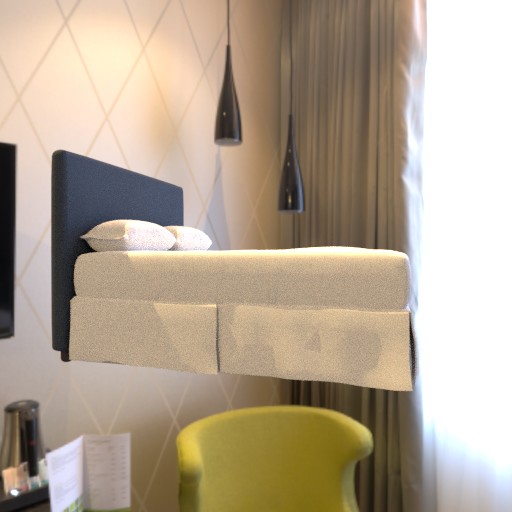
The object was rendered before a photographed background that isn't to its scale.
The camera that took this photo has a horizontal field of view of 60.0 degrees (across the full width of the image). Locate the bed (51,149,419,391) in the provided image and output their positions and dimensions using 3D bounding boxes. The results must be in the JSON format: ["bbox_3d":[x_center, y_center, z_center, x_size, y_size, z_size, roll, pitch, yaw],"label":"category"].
[{"bbox_3d":[0.000,0.000,3.208,2.162,1.330,1.713,0,0,17],"label":"bed"}]
